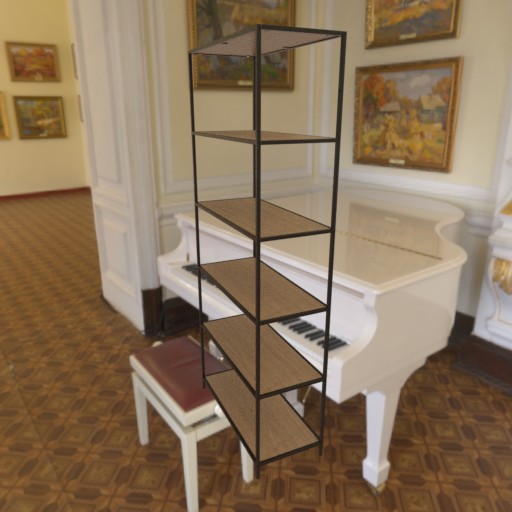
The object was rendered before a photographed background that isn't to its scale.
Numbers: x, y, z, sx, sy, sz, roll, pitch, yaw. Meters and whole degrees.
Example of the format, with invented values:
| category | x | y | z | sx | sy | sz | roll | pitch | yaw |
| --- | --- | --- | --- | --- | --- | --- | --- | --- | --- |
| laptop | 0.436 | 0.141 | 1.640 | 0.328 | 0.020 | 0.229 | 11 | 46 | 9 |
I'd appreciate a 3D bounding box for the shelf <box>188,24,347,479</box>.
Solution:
| category | x | y | z | sx | sy | sz | roll | pitch | yaw |
| --- | --- | --- | --- | --- | --- | --- | --- | --- | --- |
| shelf | 0.000 | 0.000 | 2.115 | 0.350 | 1.850 | 0.770 | -8 | 20 | -24 |
